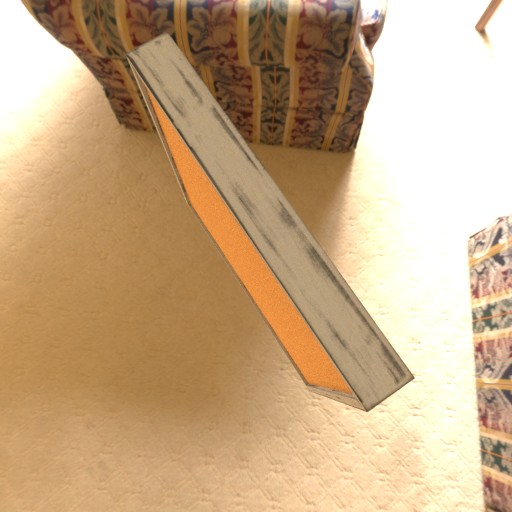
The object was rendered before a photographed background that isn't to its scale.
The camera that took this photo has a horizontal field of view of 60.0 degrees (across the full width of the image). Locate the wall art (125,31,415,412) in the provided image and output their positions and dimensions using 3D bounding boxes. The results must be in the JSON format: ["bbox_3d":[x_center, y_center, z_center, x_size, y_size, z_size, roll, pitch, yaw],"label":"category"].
[{"bbox_3d":[0.000,0.000,0.449,0.036,0.303,0.303,-32,78,-8],"label":"wall art"}]
